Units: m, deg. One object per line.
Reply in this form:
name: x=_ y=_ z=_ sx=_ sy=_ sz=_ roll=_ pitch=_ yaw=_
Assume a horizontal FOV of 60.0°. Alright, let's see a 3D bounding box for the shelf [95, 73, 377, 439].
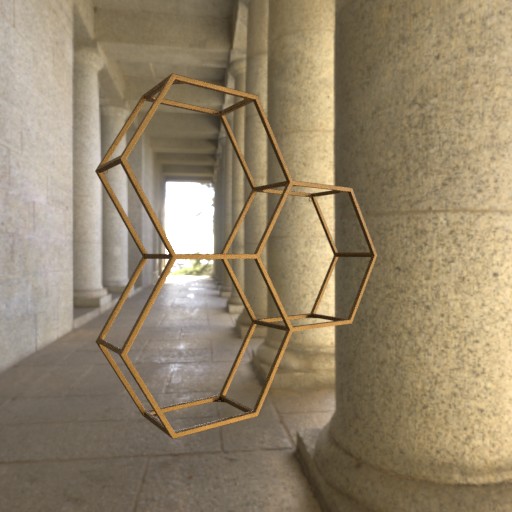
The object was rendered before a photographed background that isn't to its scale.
shelf: x=0.000 y=0.000 z=1.058 sx=0.708 sy=0.701 sz=0.150 roll=0 pitch=1 yaw=-36
